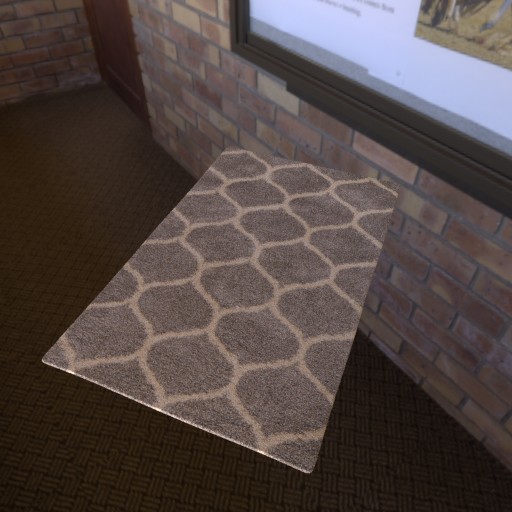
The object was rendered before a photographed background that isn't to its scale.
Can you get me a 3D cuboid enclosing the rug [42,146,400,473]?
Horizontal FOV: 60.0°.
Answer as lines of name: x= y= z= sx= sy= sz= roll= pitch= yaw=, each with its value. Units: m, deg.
rug: x=0.000 y=0.000 z=2.920 sx=1.501 sy=0.025 sz=2.348 roll=16 pitch=47 yaw=16
